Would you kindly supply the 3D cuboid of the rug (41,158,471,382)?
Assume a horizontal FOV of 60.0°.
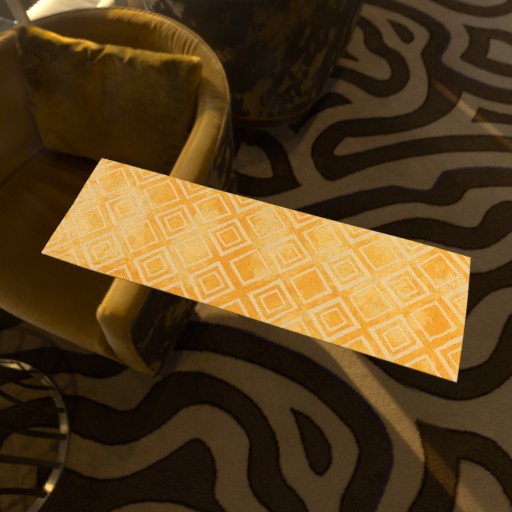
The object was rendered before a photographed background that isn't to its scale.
[{"bbox_3d":[0.000,0.000,2.629,2.438,0.010,0.775,16,63,8],"label":"rug"}]
